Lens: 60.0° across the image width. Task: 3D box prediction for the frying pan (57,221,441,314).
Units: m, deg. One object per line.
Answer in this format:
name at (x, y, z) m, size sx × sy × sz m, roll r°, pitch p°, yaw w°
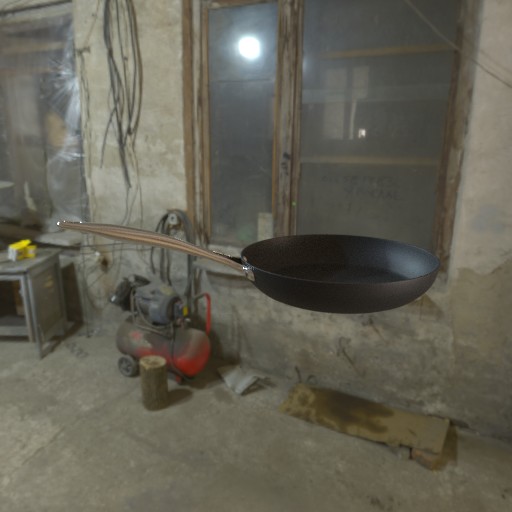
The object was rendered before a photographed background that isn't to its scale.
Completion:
frying pan at (0.000, 0.000, 0.571) m, size 0.472 × 0.105 × 0.255 m, roll -2°, pitch 15°, yaw -9°
